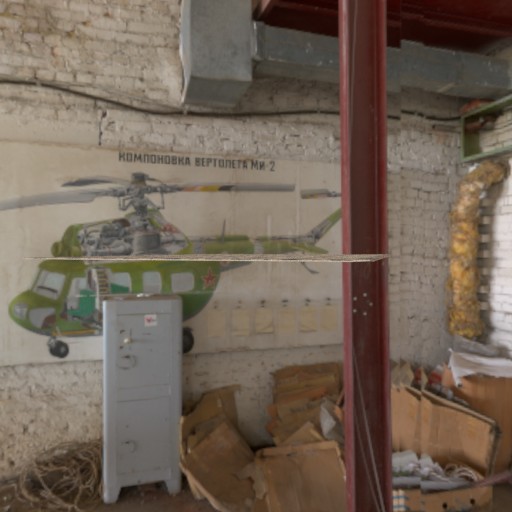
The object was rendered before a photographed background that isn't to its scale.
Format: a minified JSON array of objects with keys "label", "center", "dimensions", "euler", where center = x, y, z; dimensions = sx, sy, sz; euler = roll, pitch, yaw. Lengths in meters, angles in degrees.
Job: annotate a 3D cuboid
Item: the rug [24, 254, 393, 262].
[{"label":"rug","center":[0.000,0.000,4.287],"dimensions":[2.437,0.015,3.205],"euler":[0,1,19]}]
